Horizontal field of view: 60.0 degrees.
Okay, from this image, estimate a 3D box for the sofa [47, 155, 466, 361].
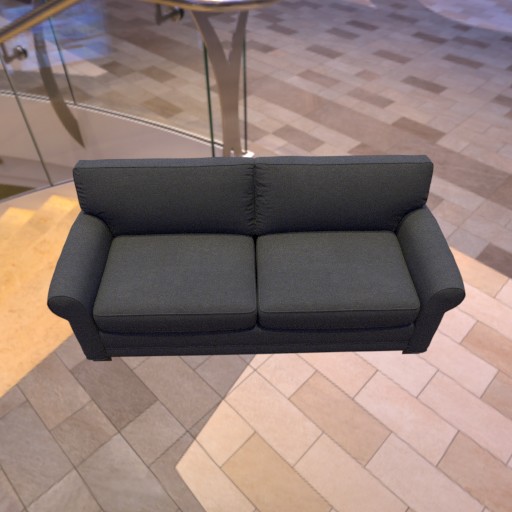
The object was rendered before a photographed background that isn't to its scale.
[{"bbox_3d":[0.000,0.000,2.852,2.391,1.026,0.954,-1,45,-1],"label":"sofa"}]
